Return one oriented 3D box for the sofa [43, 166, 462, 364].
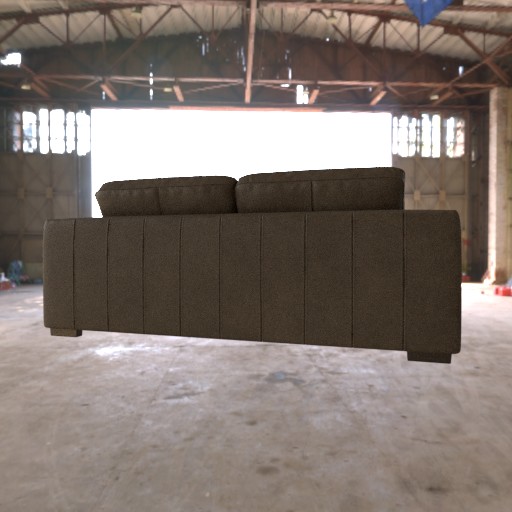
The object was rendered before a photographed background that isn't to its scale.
[{"bbox_3d":[0.000,0.000,2.417,1.920,0.800,1.070,0,1,17],"label":"sofa"}]
